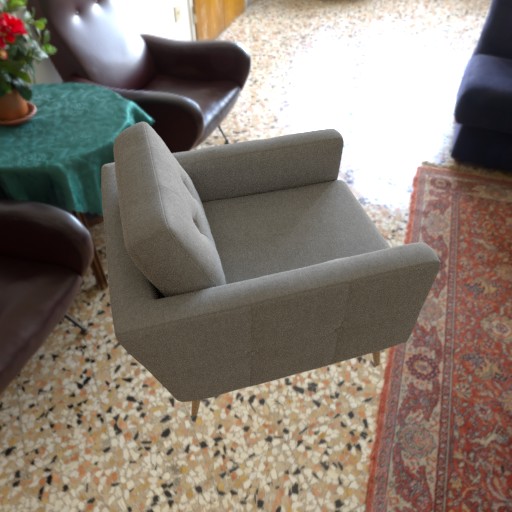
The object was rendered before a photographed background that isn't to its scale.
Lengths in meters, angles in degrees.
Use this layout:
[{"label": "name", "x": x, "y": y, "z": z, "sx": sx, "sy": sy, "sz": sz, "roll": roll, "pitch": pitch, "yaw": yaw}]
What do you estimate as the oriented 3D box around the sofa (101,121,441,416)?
[{"label": "sofa", "x": 0.000, "y": 0.000, "z": 1.536, "sx": 0.920, "sy": 0.860, "sz": 0.770, "roll": -12, "pitch": 47, "yaw": -11}]
